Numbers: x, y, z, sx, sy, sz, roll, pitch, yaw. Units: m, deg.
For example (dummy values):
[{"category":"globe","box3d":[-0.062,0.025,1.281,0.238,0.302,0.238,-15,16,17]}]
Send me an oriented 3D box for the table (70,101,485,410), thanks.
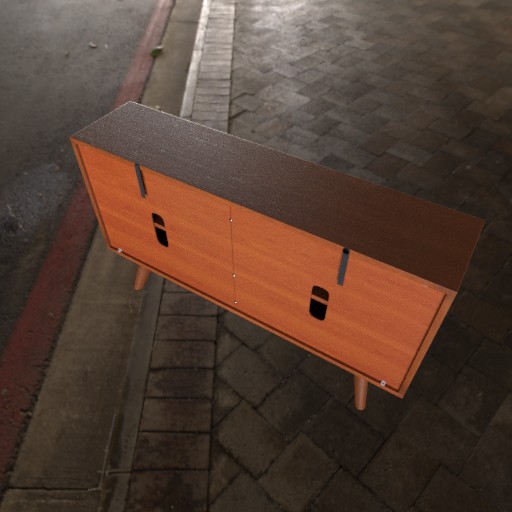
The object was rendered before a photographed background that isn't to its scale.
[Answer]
[{"category":"table","box3d":[0.000,0.000,1.533,1.220,0.698,0.308,24,51,21]}]
